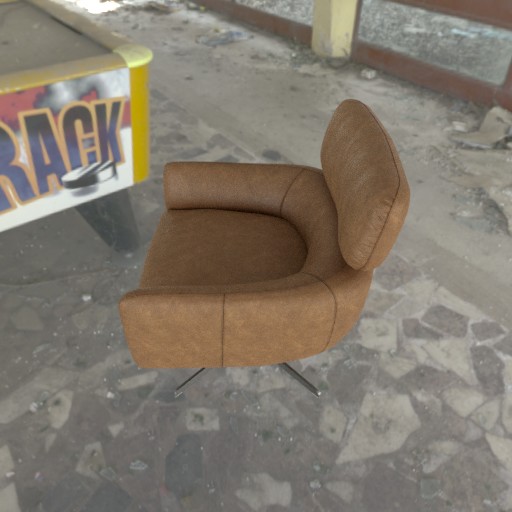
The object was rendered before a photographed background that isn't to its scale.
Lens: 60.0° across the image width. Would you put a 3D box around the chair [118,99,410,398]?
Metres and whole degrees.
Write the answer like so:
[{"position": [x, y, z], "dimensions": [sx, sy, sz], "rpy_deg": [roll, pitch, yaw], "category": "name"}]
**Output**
[{"position": [0.000, 0.000, 1.372], "dimensions": [0.715, 0.812, 0.706], "rpy_deg": [0, 40, 0], "category": "chair"}]
